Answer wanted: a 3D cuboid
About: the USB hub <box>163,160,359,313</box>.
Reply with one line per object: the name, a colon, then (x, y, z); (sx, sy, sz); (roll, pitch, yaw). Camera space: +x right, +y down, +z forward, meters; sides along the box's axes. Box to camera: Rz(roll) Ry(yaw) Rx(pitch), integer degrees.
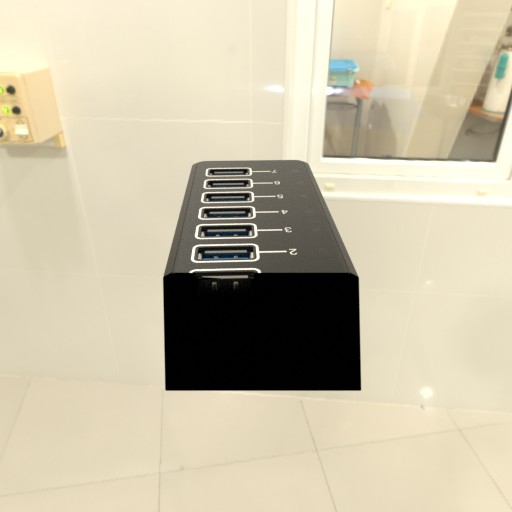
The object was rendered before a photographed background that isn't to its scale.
USB hub: (0.000, 0.000, 0.129); (0.044, 0.023, 0.110); (-1, 30, -2)
